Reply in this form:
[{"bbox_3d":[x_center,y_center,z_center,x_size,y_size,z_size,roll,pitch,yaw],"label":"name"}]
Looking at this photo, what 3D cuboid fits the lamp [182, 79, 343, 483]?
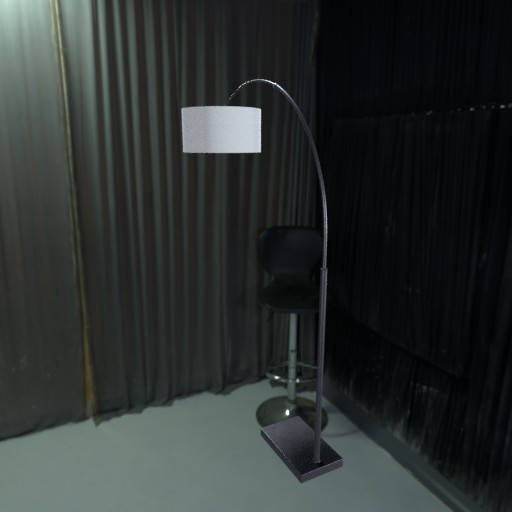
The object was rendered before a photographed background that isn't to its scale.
[{"bbox_3d":[0.000,0.000,2.579,0.493,1.927,1.424,-7,16,-27],"label":"lamp"}]
